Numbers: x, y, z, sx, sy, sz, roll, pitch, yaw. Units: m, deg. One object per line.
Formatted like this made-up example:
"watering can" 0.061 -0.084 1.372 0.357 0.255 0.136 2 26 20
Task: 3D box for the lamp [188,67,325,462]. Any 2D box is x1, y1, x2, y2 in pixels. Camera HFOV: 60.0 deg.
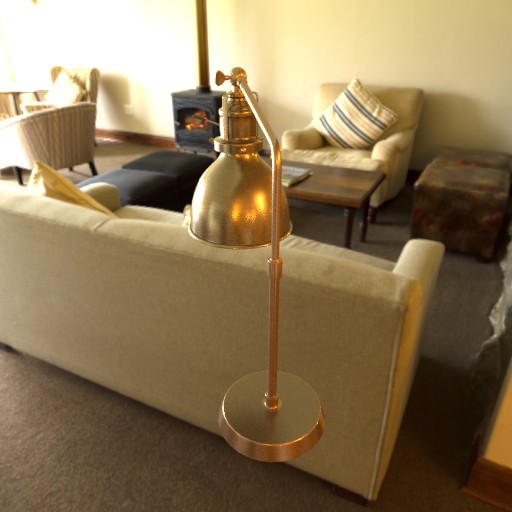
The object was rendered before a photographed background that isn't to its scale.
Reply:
"lamp" 0.000 0.000 0.591 0.153 0.456 0.286 -9 29 -17
